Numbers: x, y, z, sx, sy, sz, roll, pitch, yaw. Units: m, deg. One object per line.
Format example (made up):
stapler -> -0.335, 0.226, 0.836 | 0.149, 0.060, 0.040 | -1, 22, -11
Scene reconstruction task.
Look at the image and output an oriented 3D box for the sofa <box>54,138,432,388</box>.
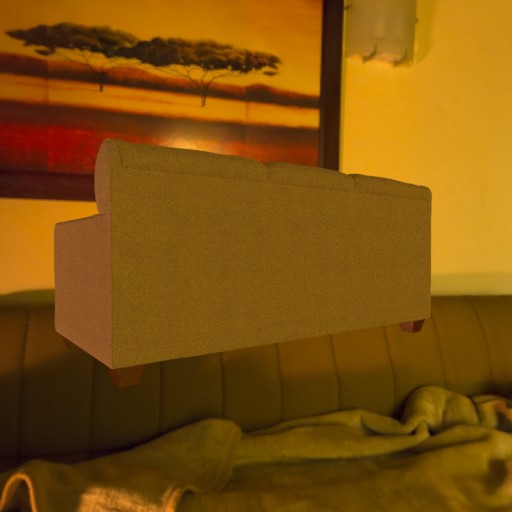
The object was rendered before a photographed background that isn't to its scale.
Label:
sofa -> 0.000, 0.000, 2.565 | 2.024, 0.958, 0.997 | -1, 1, -36
